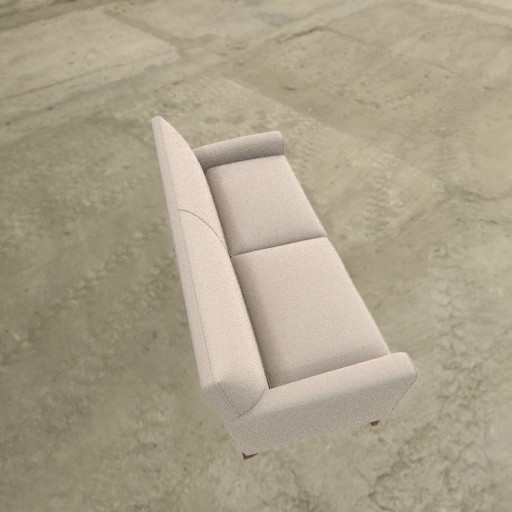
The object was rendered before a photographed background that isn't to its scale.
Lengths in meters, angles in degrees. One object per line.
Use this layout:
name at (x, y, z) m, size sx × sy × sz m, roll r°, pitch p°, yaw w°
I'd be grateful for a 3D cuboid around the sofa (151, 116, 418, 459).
sofa at (0.000, 0.000, 2.508) m, size 0.875 × 0.846 × 2.000 m, roll -10°, pitch 47°, yaw -10°
